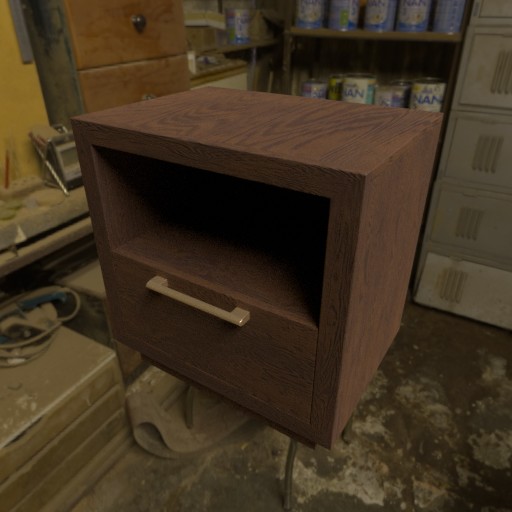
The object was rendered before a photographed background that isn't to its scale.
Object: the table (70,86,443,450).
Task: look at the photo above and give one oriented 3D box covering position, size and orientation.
[{"bbox_3d":[0.000,0.000,0.952,0.560,0.585,0.439,18,34,28],"label":"table"}]
